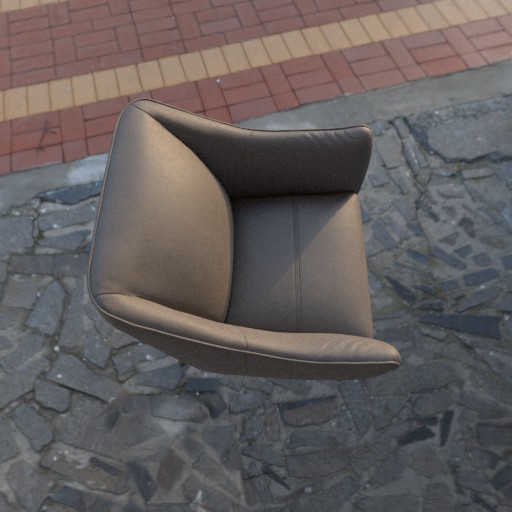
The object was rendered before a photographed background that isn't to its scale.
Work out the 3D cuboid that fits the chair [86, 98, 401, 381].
[{"bbox_3d":[0.000,0.000,1.575,0.852,0.830,0.871,1,64,0],"label":"chair"}]
